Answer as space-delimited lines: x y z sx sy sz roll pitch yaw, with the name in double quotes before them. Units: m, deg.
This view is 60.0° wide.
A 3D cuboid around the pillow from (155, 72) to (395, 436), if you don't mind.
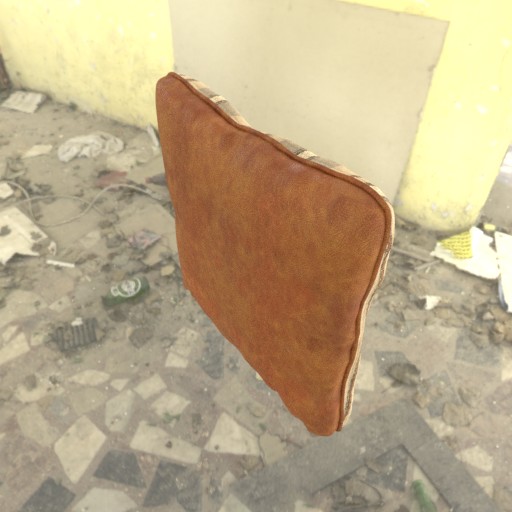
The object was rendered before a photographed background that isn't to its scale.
"pillow" 0.000 0.000 0.741 0.130 0.490 0.489 -26 48 -27
